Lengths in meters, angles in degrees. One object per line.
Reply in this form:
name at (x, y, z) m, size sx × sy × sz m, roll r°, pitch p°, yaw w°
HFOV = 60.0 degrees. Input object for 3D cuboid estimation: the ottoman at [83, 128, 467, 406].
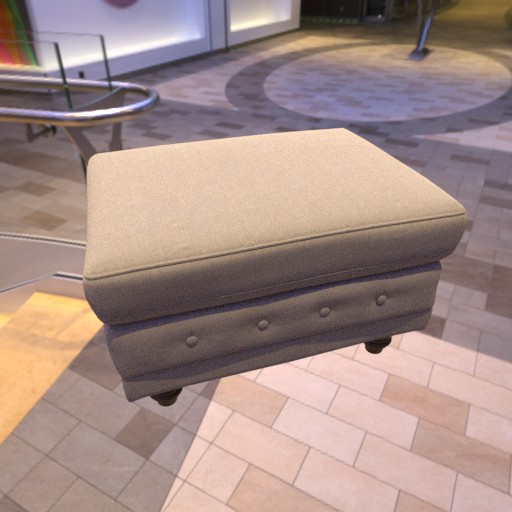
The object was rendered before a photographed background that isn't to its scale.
ottoman at (0.000, 0.000, 1.143) m, size 0.771 × 0.500 × 0.569 m, roll -10°, pitch 35°, yaw -15°
